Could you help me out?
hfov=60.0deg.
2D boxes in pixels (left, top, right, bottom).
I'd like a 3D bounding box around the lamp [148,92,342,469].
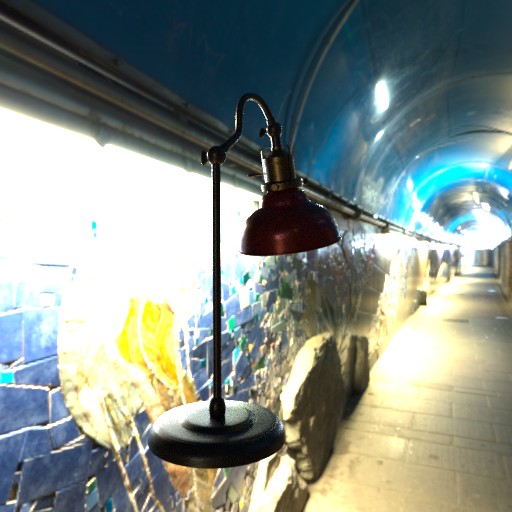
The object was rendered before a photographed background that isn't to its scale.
[{"bbox_3d":[0.000,0.000,0.698,0.192,0.508,0.374,0,0,36],"label":"lamp"}]
